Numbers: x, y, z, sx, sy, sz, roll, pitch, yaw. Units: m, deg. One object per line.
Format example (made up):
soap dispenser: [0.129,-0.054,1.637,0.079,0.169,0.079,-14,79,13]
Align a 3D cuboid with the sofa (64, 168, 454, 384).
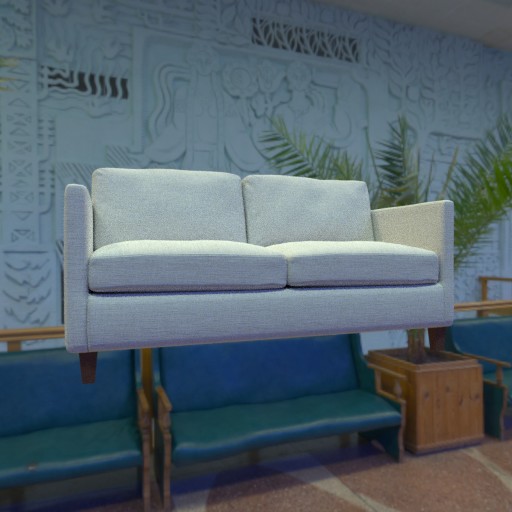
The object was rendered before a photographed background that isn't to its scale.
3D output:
sofa: [0.000,0.000,2.376,1.838,0.963,0.950,0,1,-19]
